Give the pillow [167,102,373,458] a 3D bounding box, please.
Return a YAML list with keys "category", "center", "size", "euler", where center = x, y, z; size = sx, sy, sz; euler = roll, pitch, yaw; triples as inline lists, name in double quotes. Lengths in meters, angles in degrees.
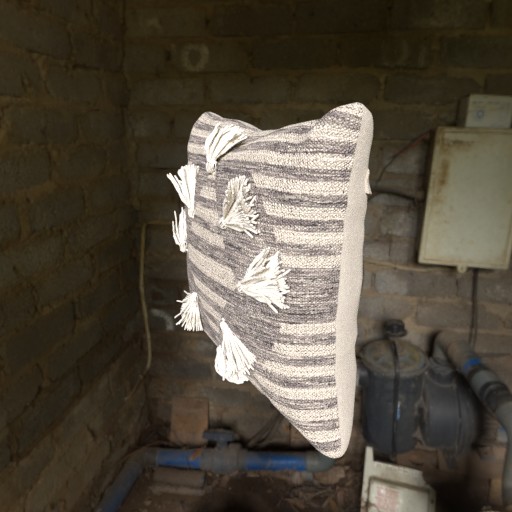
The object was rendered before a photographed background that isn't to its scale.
- category: "pillow"
  center: [0.000, 0.000, 0.769]
  size: [0.234, 0.490, 0.484]
  euler: [-8, 18, -27]
